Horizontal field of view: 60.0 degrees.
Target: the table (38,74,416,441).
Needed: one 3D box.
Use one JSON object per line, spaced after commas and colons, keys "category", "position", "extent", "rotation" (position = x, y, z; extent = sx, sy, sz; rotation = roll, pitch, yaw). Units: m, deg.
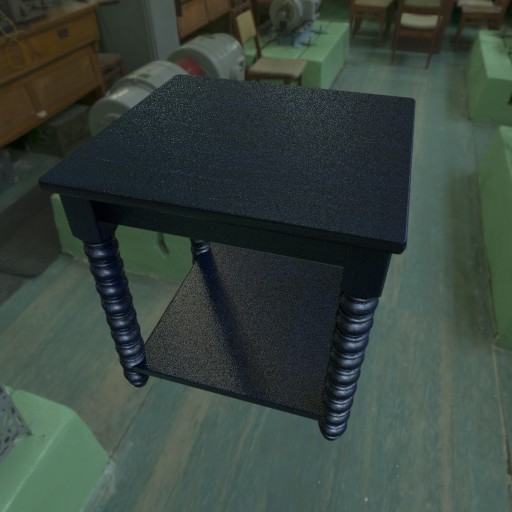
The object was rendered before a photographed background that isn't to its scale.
{"category": "table", "position": [0.000, 0.000, 0.960], "extent": [0.533, 0.567, 0.500], "rotation": [11, 41, 13]}
